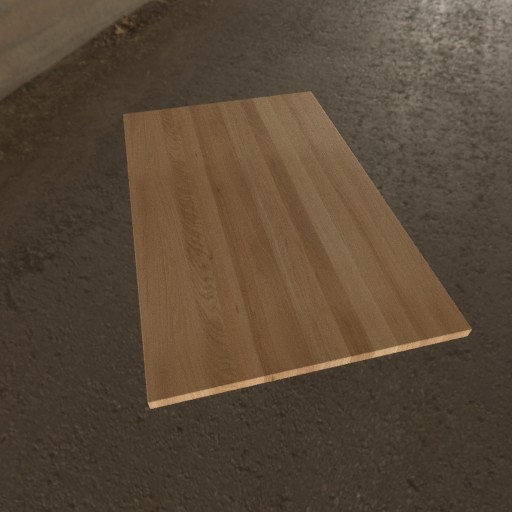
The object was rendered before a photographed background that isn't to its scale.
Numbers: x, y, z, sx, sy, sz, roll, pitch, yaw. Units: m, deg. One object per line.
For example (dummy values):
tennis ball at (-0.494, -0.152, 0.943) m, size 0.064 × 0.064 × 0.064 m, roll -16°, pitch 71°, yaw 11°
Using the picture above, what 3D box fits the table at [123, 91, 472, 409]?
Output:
table at (0.000, 0.000, 1.458) m, size 0.700 × 0.510 × 1.100 m, roll -10°, pitch 48°, yaw -9°
